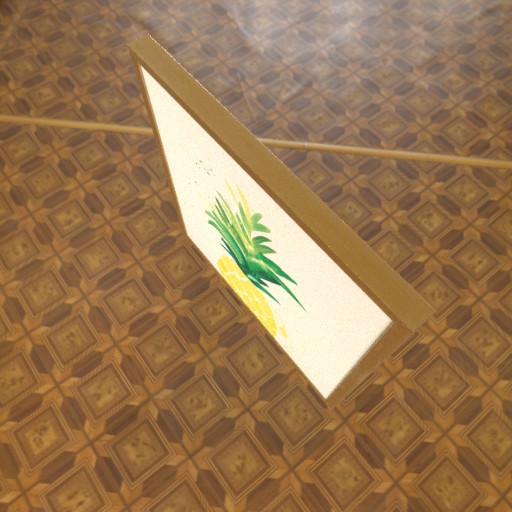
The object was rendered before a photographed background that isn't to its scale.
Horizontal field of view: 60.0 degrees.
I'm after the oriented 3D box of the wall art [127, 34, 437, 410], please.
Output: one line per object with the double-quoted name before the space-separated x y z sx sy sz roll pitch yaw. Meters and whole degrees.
"wall art" 0.000 0.000 0.734 0.033 0.509 0.510 -36 68 -17
